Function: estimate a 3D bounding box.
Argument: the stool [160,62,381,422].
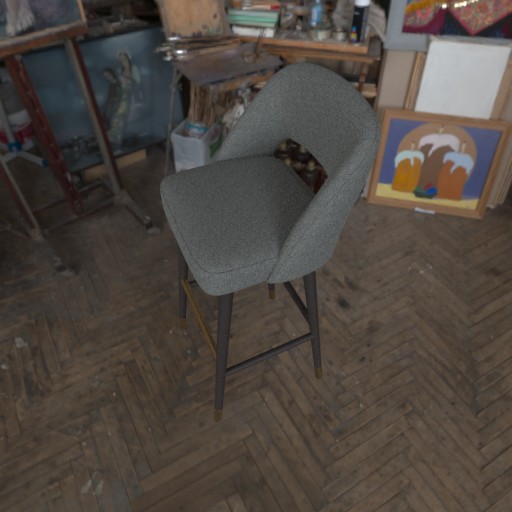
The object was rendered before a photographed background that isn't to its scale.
[{"bbox_3d":[0.000,0.000,1.447,0.524,1.089,0.536,-17,48,-16],"label":"stool"}]
